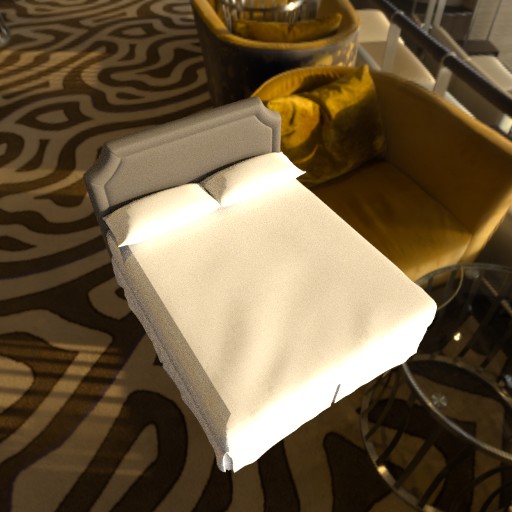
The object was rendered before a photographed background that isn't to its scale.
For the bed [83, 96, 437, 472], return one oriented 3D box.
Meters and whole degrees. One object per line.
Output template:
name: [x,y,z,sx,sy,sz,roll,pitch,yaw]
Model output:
bed: [0.000,0.000,3.980,2.194,1.561,2.536,-25,52,-22]
